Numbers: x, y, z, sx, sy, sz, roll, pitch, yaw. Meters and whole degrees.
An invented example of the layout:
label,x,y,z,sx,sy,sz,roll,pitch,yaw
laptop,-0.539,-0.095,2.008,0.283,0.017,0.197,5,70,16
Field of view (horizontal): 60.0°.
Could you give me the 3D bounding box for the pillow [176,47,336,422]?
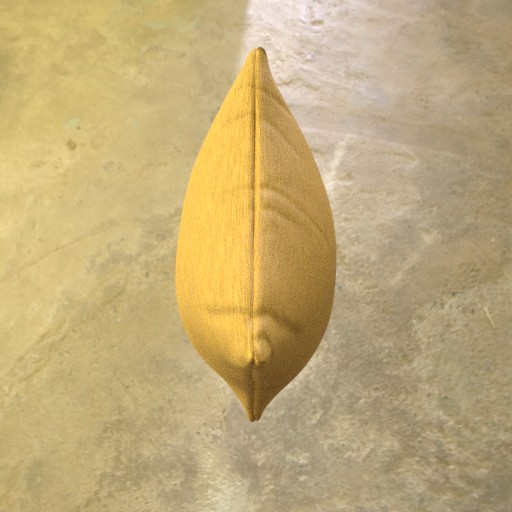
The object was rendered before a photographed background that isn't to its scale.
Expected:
label,x,y,z,sx,sy,sz,roll,pitch,yaw
pillow,0.000,0.000,0.683,0.247,0.417,0.435,0,63,0
